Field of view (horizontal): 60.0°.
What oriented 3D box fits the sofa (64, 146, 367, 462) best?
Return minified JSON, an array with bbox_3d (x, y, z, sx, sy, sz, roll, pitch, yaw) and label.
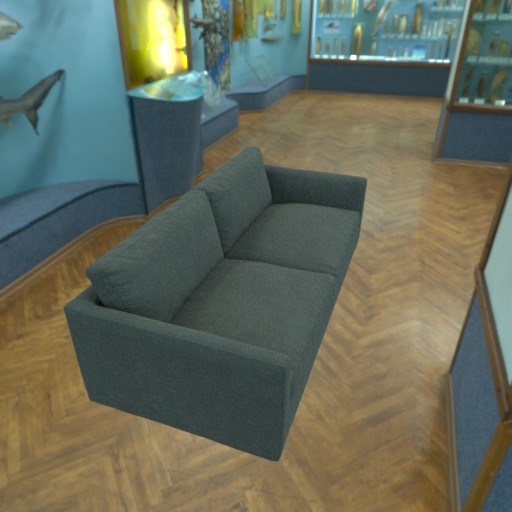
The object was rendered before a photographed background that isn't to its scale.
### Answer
[{"bbox_3d":[0.000,0.000,2.889,1.092,0.838,2.257,11,32,17],"label":"sofa"}]
